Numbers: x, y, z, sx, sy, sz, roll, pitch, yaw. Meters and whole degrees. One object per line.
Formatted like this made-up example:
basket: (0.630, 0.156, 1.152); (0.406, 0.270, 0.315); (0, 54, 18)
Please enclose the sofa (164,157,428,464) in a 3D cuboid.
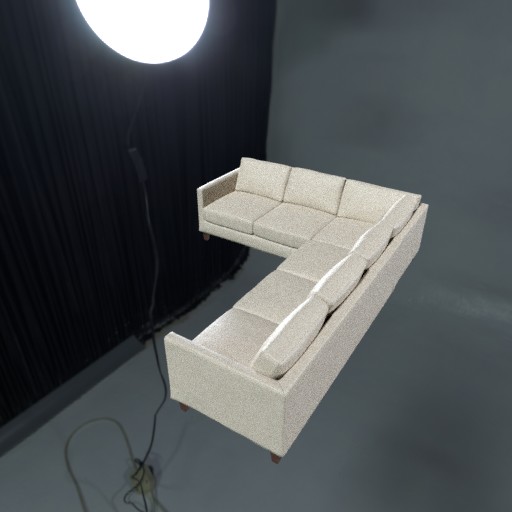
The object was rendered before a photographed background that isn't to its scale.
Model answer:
sofa: (0.000, 0.000, 4.319); (2.432, 0.863, 3.182); (18, 35, 28)
